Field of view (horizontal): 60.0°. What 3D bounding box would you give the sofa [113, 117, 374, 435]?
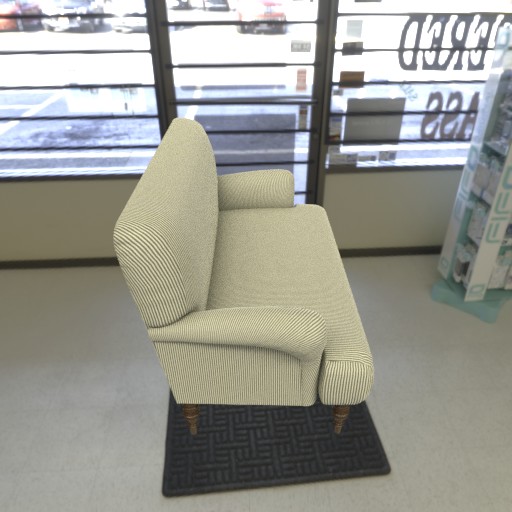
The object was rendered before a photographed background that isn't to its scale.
[{"bbox_3d":[0.000,0.000,1.885,0.779,0.889,1.297,0,32,0],"label":"sofa"}]
